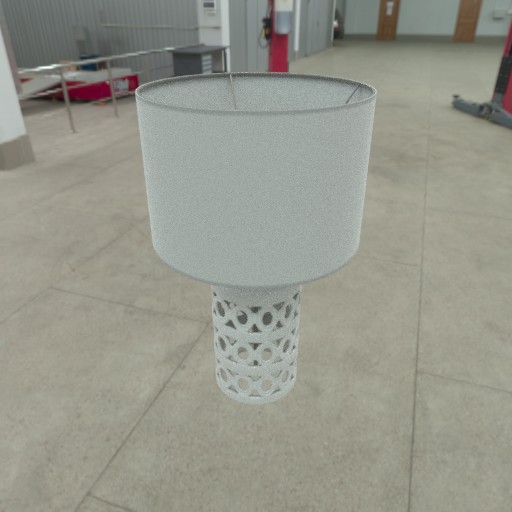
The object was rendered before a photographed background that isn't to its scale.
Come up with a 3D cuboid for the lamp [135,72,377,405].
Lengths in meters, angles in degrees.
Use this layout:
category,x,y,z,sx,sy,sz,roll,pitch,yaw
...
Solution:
category,x,y,z,sx,sy,sz,roll,pitch,yaw
lamp,0.000,0.000,0.698,0.310,0.502,0.310,0,29,0
